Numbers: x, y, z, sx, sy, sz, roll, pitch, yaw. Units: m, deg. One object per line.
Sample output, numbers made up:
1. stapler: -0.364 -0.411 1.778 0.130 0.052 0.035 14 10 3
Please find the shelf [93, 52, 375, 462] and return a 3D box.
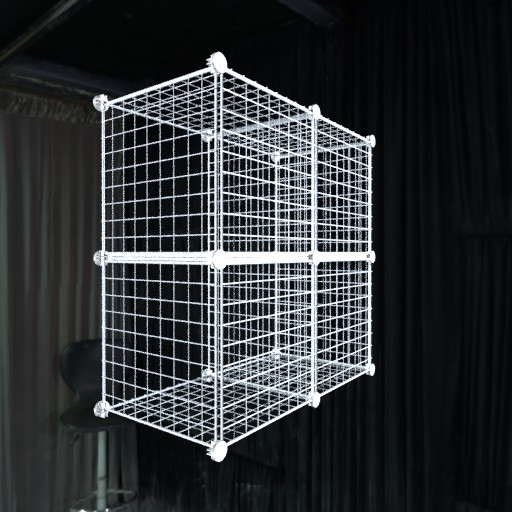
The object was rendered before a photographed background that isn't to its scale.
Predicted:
1. shelf: 0.000 0.000 1.149 0.356 0.711 0.711 0 1 37
